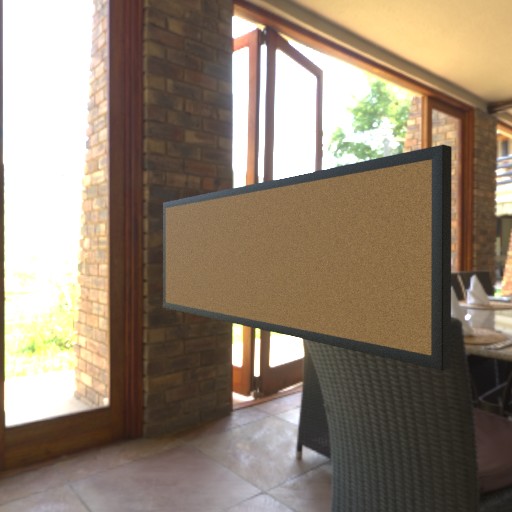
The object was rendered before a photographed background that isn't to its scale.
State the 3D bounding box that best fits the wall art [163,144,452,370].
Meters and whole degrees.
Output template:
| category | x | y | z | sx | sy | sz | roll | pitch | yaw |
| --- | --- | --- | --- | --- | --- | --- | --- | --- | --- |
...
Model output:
| category | x | y | z | sx | sy | sz | roll | pitch | yaw |
| --- | --- | --- | --- | --- | --- | --- | --- | --- | --- |
| wall art | 0.000 | 0.000 | 1.725 | 0.041 | 0.554 | 1.572 | 0 | 0 | -37 |
